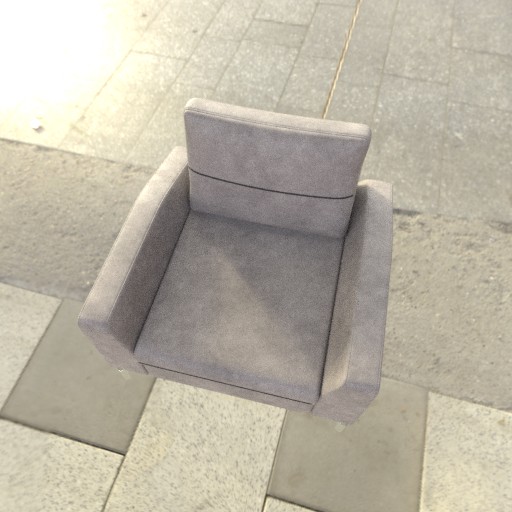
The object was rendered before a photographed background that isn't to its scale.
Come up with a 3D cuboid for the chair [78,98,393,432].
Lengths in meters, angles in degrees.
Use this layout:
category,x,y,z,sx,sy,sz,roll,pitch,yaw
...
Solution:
category,x,y,z,sx,sy,sz,roll,pitch,yaw
chair,0.000,0.000,1.578,0.900,0.800,0.900,11,58,7
